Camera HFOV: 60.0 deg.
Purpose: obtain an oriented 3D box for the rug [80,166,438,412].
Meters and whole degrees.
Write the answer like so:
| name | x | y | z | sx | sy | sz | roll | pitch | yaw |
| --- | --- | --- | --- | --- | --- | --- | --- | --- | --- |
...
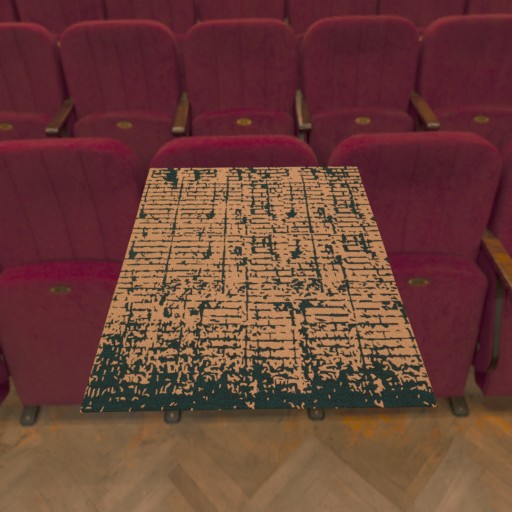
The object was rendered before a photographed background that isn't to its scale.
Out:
| name | x | y | z | sx | sy | sz | roll | pitch | yaw |
| --- | --- | --- | --- | --- | --- | --- | --- | --- | --- |
| rug | 0.000 | 0.000 | 4.082 | 2.416 | 0.014 | 3.017 | -1 | 43 | -1 |
